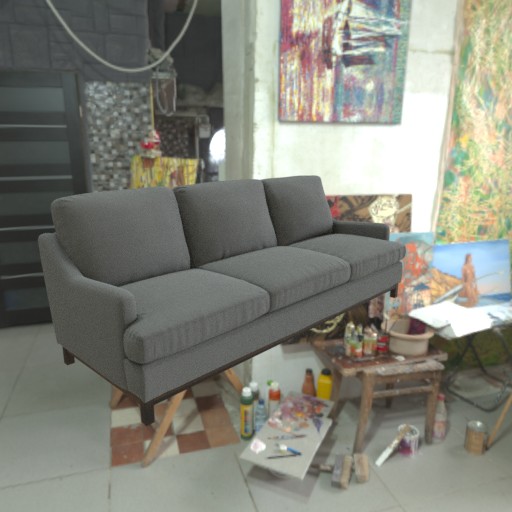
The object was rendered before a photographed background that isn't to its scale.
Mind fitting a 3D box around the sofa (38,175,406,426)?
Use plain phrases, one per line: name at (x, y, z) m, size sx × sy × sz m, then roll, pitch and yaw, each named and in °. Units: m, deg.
sofa at (0.000, 0.000, 2.876) m, size 0.987 × 0.926 × 2.344 m, roll 13°, pitch 19°, yaw 42°
